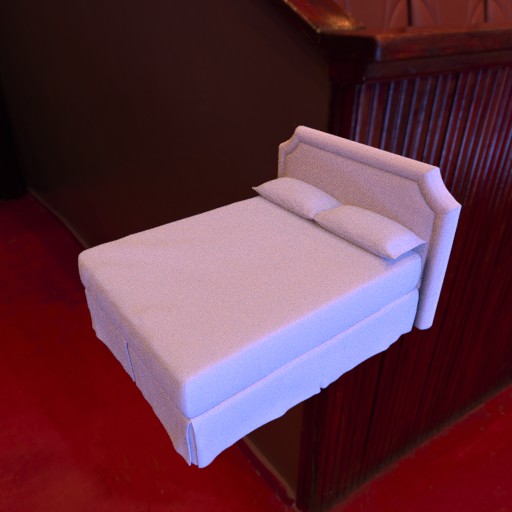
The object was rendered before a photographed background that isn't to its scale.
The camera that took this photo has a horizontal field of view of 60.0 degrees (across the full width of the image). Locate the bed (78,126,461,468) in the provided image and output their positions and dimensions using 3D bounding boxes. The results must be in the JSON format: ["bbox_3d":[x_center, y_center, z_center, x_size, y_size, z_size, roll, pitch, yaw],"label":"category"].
[{"bbox_3d":[0.000,0.000,3.275,2.164,1.297,1.828,-22,37,-32],"label":"bed"}]
